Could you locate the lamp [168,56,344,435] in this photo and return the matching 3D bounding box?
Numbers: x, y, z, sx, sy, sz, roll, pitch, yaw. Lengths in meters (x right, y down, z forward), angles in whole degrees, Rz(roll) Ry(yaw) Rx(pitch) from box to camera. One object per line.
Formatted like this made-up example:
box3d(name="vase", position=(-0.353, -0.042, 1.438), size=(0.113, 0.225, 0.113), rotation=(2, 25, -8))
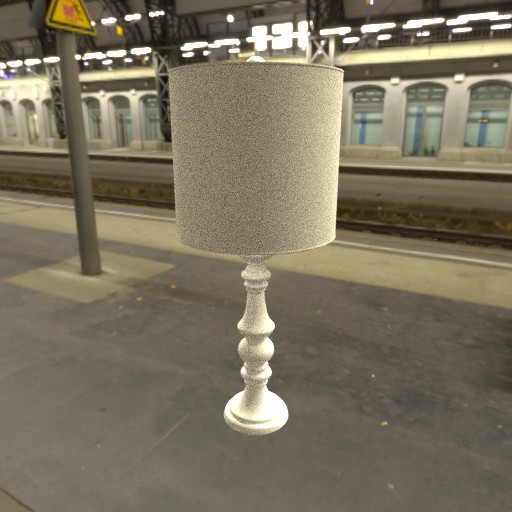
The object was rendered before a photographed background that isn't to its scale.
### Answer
box3d(name="lamp", position=(0.000, 0.000, 0.720), size=(0.250, 0.597, 0.250), rotation=(2, 17, 7))
